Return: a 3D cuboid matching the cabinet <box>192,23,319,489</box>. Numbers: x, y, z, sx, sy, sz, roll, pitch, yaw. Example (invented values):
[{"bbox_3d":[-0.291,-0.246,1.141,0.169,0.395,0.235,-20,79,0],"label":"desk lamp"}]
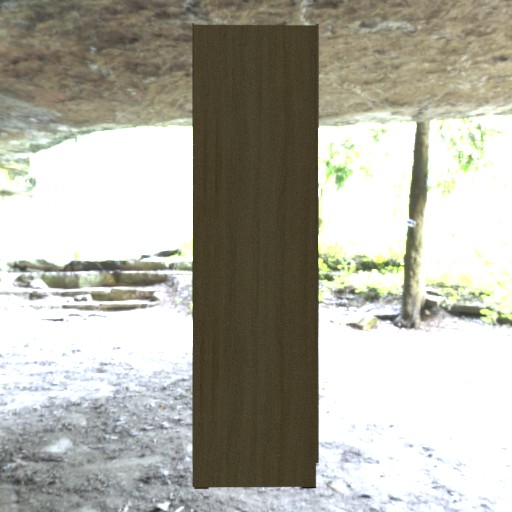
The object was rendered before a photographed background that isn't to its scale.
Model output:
[{"bbox_3d":[0.000,0.000,2.519,0.590,2.121,1.001,0,0,-1],"label":"cabinet"}]
